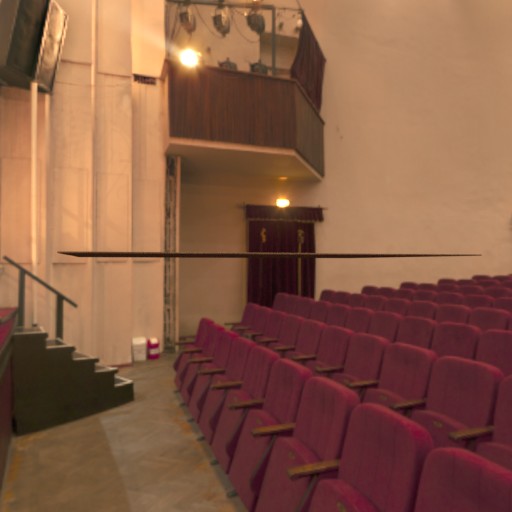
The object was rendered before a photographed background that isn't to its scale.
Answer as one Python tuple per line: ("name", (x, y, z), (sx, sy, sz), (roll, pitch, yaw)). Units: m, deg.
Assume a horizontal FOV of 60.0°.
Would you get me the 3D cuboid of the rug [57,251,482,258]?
("rug", (0.000, 0.000, 2.338), (1.813, 0.006, 1.202), (0, -1, -18))
